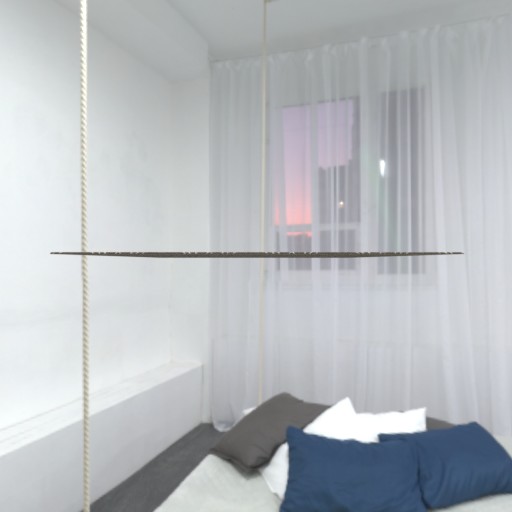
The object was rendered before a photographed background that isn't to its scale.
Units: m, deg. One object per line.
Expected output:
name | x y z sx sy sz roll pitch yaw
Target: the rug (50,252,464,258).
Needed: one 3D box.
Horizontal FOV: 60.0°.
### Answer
rug | 0.000 0.000 4.154 2.457 0.012 3.062 0 -1 0
